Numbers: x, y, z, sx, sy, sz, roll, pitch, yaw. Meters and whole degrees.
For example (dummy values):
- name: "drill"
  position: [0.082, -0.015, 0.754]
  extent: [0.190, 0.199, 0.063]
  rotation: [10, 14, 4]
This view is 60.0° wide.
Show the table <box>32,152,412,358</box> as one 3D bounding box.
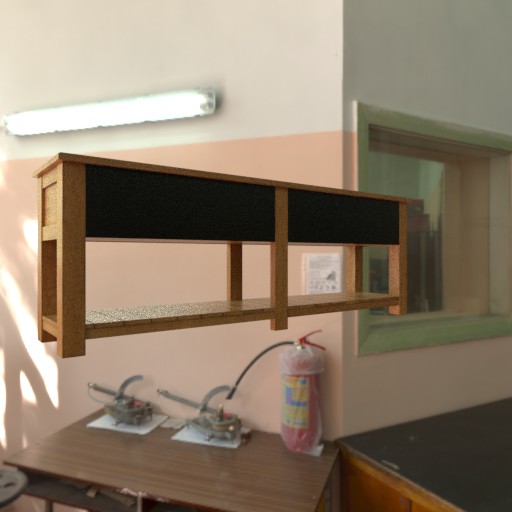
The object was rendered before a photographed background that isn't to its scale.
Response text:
- name: "table"
  position: [0.000, 0.000, 2.060]
  extent: [1.815, 0.635, 0.425]
  rotation: [0, 0, -37]
